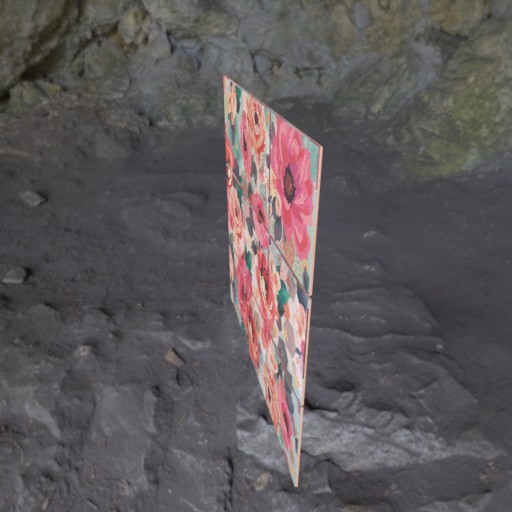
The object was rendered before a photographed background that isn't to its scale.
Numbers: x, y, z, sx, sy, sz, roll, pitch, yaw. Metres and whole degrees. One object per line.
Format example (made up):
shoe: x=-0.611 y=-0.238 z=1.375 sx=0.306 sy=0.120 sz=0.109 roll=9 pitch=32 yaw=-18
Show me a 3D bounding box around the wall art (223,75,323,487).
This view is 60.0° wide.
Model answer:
wall art: x=0.000 y=0.000 z=2.239 sx=0.013 sy=1.519 sz=1.521 roll=-7 pitch=30 yaw=-12
